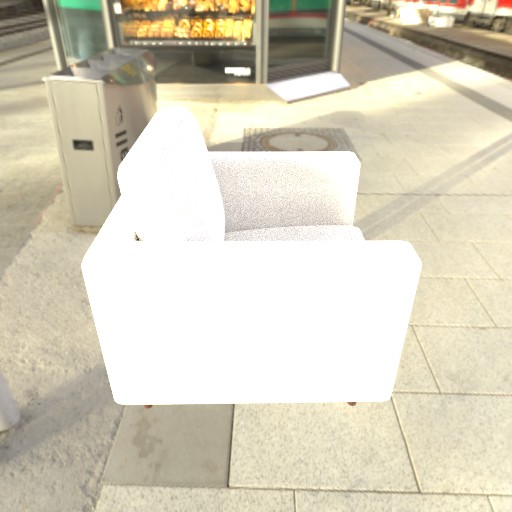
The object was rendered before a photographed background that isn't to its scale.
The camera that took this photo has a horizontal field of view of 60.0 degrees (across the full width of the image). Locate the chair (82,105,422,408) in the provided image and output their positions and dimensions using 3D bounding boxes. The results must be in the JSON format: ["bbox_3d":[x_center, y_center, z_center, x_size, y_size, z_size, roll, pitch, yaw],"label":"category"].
[{"bbox_3d":[0.000,0.000,1.538,0.879,0.899,0.831,0,32,-1],"label":"chair"}]
